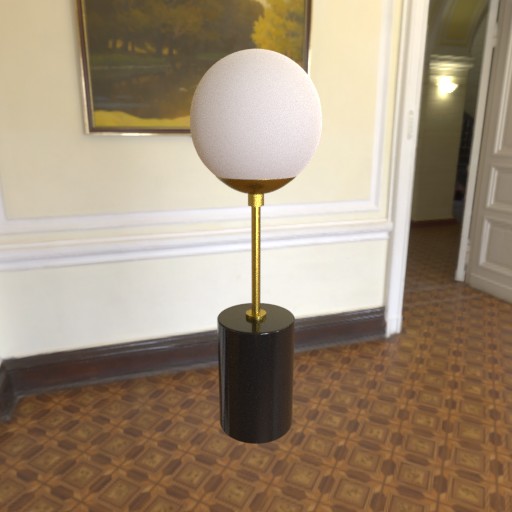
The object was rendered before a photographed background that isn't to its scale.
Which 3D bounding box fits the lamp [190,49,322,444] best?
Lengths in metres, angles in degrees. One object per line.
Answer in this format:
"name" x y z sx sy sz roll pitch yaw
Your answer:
"lamp" 0.000 0.000 0.562 0.153 0.480 0.153 0 15 0
